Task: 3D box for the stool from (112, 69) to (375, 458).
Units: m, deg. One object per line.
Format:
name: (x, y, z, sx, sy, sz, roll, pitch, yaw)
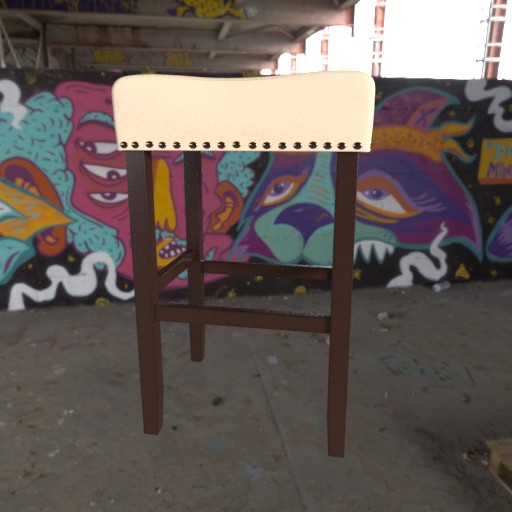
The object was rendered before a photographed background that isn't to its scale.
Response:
stool: (0.000, 0.000, 1.042, 0.471, 0.762, 0.401, 3, 15, 10)
